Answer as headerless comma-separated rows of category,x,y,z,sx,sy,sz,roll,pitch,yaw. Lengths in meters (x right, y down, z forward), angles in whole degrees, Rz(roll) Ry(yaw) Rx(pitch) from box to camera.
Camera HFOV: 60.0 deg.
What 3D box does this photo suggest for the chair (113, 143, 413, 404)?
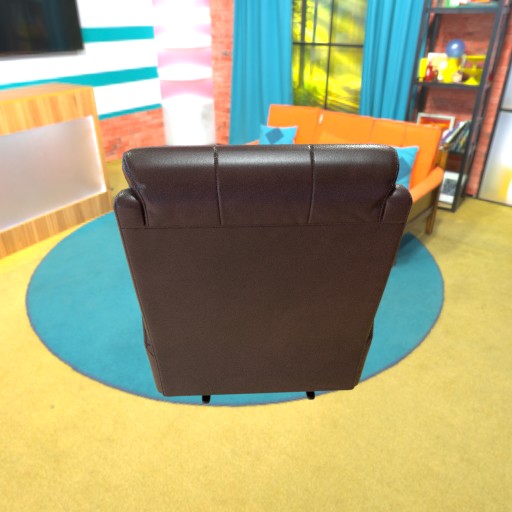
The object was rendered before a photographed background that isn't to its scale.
chair,0.000,0.000,1.642,0.787,1.016,0.939,-1,29,-2
